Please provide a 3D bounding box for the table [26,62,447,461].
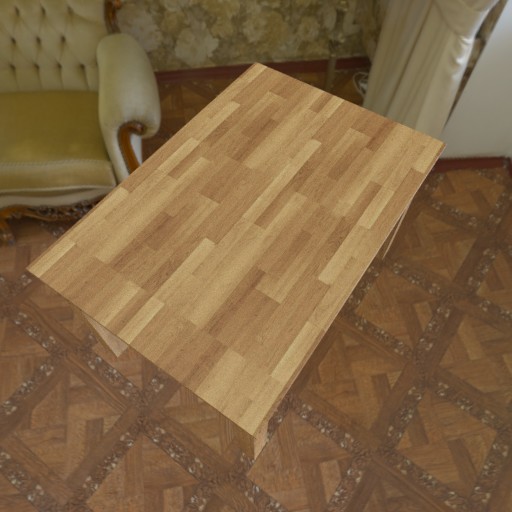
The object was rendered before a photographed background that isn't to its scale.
[{"bbox_3d":[0.000,0.000,1.888,0.900,0.750,1.300,30,63,17],"label":"table"}]
